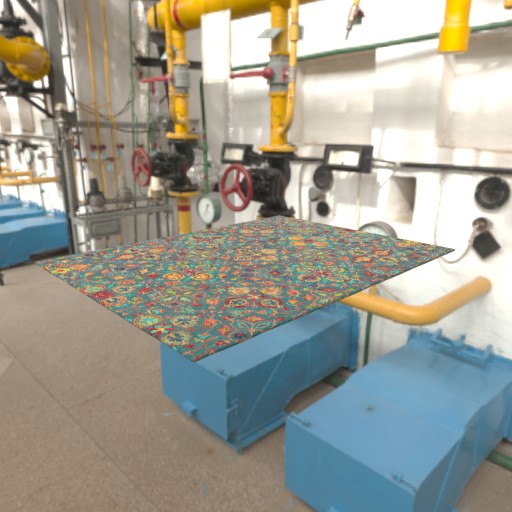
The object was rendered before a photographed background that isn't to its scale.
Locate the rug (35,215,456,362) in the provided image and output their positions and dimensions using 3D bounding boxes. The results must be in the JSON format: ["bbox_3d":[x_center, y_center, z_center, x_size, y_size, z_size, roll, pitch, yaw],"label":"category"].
[{"bbox_3d":[0.000,0.000,4.213,3.204,0.025,2.434,-15,22,-41],"label":"rug"}]
